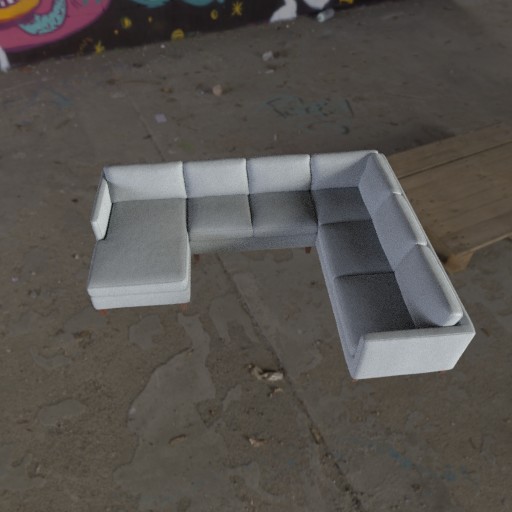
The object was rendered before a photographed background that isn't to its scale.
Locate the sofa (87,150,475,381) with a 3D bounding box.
[{"bbox_3d":[0.000,0.000,4.383,3.238,0.853,2.551,-4,46,-4],"label":"sofa"}]
